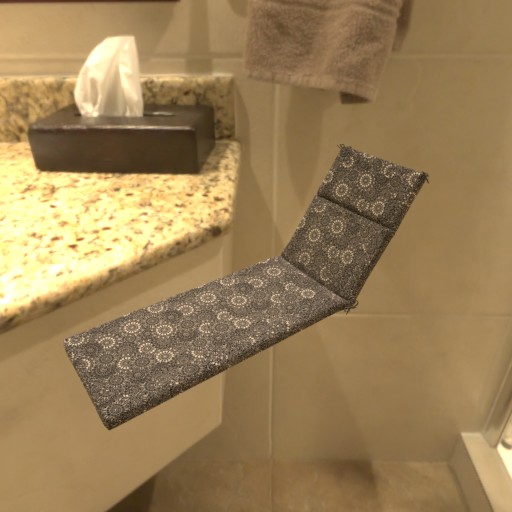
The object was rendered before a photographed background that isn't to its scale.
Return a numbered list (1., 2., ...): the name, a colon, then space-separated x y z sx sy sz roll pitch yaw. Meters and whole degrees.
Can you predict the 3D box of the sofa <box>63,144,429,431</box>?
1. sofa: 0.000 0.000 1.985 1.663 0.622 0.582 -21 37 -30
